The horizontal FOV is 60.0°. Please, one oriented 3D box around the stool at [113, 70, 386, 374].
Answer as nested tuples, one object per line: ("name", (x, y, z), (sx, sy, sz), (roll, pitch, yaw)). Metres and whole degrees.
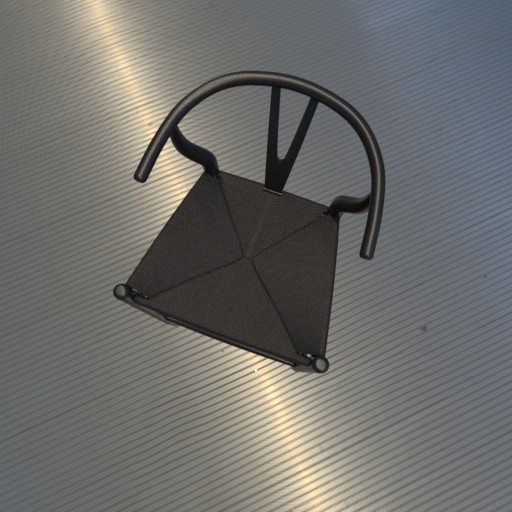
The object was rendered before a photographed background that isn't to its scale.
("stool", (0.000, 0.000, 1.422), (0.569, 1.072, 0.579), (19, 76, 5))
